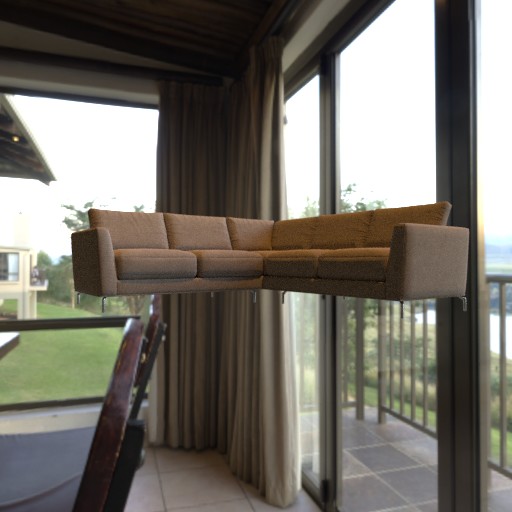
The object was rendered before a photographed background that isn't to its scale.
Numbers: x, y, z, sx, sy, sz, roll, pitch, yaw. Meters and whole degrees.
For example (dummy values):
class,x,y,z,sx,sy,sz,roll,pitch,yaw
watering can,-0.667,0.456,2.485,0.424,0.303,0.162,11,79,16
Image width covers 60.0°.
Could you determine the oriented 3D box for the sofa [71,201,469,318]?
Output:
class,x,y,z,sx,sy,sz,roll,pitch,yaw
sofa,0.000,0.000,3.709,2.438,0.864,2.438,0,-1,-36
